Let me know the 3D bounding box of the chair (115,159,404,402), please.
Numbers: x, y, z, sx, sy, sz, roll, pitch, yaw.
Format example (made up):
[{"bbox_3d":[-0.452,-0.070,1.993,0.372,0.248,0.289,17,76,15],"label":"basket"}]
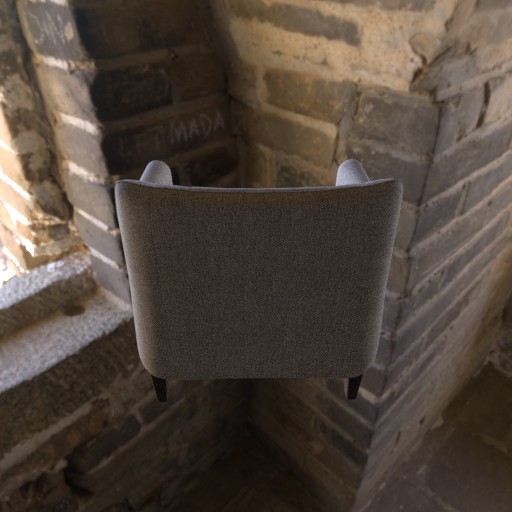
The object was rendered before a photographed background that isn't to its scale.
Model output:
[{"bbox_3d":[0.000,0.000,1.414,0.796,0.761,0.758,-1,32,-1],"label":"chair"}]
